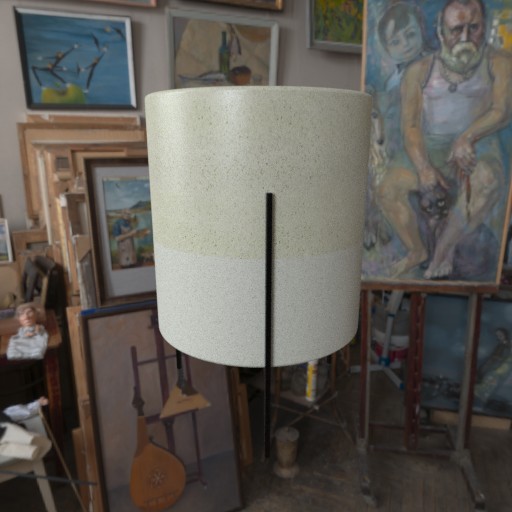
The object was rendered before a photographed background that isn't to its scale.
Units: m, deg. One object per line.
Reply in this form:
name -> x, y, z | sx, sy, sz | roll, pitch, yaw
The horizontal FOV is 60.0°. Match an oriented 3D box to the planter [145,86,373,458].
planter -> 0.000, 0.000, 0.712 | 0.333, 0.483, 0.324 | 7, 17, 25
